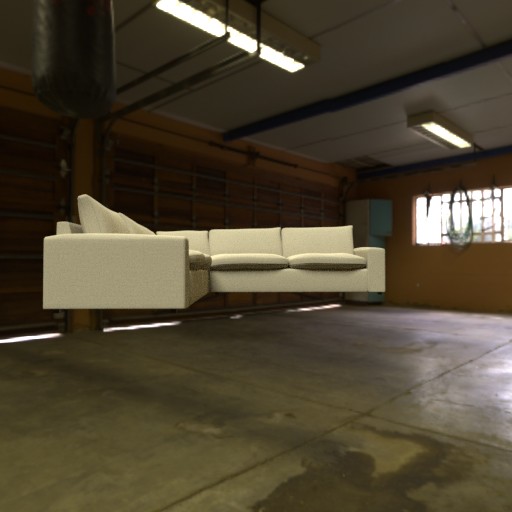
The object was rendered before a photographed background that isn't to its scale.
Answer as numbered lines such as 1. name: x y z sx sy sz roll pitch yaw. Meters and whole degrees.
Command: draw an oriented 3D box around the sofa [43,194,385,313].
1. sofa: 0.000 0.000 4.823 3.206 0.918 3.066 0 -1 -1
